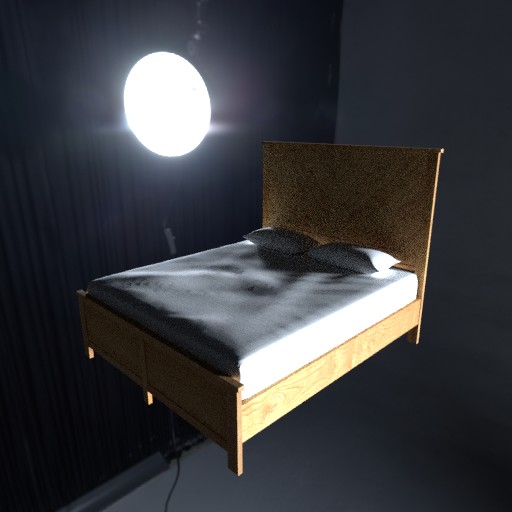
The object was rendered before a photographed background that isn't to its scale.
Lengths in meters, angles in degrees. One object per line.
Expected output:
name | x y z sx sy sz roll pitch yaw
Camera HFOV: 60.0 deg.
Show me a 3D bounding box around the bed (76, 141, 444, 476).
bed | 0.000 0.000 3.609 1.936 1.686 2.201 16 23 42
